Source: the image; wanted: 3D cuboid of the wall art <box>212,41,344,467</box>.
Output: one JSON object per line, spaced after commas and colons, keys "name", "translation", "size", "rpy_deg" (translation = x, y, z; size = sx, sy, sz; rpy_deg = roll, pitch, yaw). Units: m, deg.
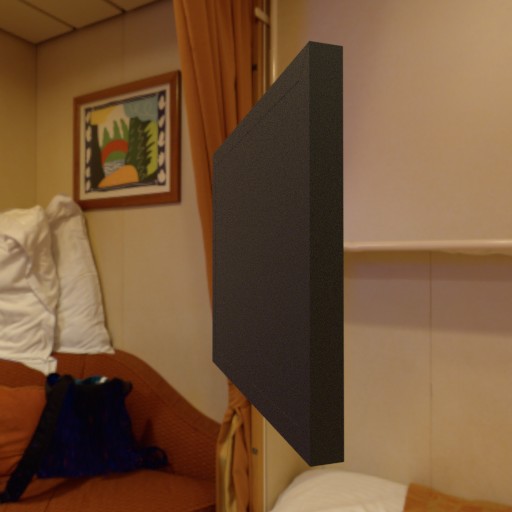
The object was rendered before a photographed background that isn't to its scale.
{"name": "wall art", "translation": [0.000, 0.000, 0.529], "size": [0.029, 0.330, 0.381], "rpy_deg": [0, -1, -17]}
